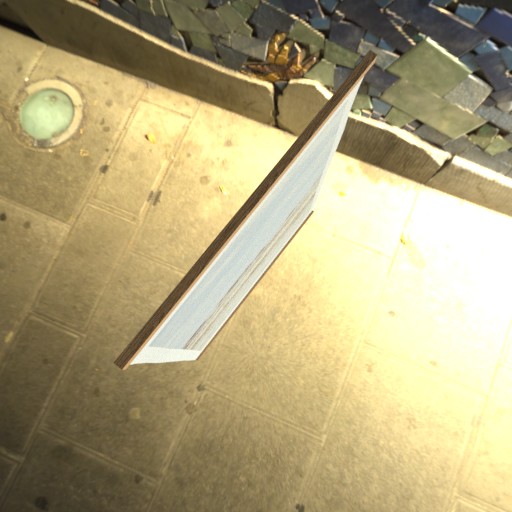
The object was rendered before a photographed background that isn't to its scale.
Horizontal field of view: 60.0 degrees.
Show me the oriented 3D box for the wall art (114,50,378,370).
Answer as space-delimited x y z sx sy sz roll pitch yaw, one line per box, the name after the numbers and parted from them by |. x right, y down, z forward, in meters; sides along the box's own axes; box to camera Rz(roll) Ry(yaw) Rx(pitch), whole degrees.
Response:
0.000 0.000 0.784 0.011 0.605 0.458 37 80 8 | wall art
